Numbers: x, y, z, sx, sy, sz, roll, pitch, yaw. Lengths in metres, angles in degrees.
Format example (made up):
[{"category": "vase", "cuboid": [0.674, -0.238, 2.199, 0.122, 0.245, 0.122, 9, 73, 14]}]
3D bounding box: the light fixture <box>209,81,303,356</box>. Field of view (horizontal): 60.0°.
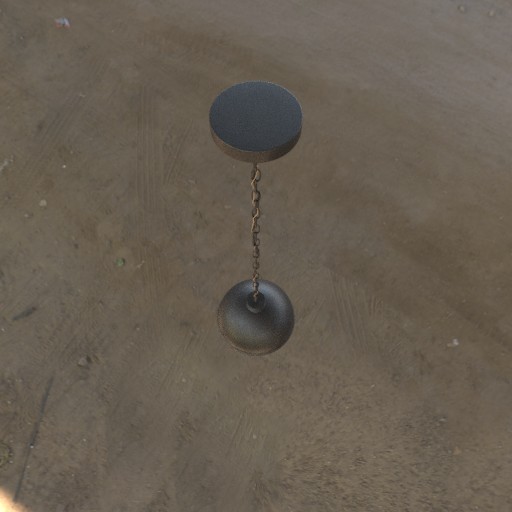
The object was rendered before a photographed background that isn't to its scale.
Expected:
[{"category": "light fixture", "cuboid": [0.000, 0.000, 1.242, 0.304, 1.090, 0.304, 1, 64, 1]}]
